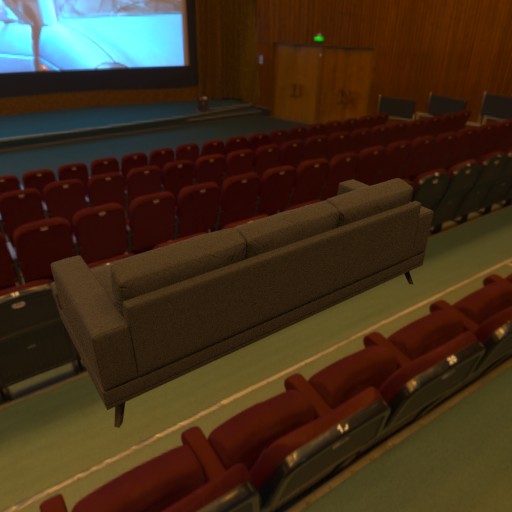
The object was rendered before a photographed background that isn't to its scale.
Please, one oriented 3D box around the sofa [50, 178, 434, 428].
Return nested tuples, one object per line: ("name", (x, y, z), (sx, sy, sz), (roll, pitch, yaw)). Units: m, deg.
("sofa", (0.000, 0.000, 2.819), (2.310, 0.810, 0.920), (-19, 35, -30))
